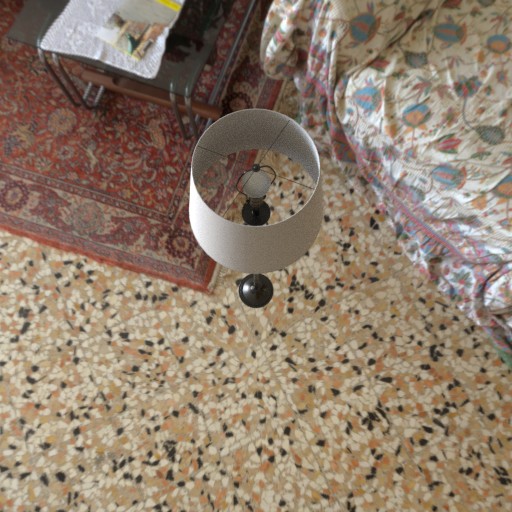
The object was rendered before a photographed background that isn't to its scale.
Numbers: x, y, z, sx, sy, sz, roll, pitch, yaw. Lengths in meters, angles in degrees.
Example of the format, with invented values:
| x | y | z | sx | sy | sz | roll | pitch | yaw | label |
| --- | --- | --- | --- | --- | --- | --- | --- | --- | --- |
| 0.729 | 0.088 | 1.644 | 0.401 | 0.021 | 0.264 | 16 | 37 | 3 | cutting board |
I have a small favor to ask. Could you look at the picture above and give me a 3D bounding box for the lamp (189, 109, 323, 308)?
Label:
| x | y | z | sx | sy | sz | roll | pitch | yaw | label |
| --- | --- | --- | --- | --- | --- | --- | --- | --- | --- |
| 0.000 | 0.000 | 1.779 | 0.379 | 1.623 | 0.379 | 0 | 76 | 0 | lamp |
